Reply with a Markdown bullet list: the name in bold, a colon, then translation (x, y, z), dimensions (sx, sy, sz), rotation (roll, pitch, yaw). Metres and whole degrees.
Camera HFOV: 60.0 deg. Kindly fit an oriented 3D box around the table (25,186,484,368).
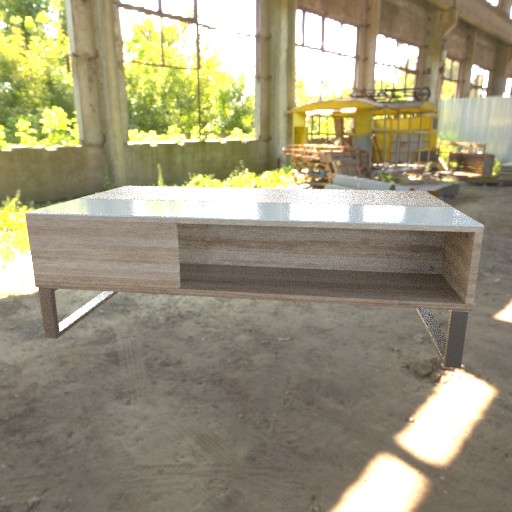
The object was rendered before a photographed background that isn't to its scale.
- **table**: translation (0.000, 0.000, 1.380), dimensions (1.100, 0.350, 0.600), rotation (2, 16, 8)
